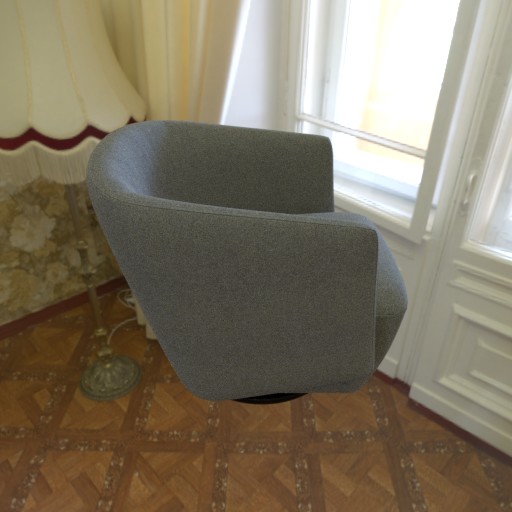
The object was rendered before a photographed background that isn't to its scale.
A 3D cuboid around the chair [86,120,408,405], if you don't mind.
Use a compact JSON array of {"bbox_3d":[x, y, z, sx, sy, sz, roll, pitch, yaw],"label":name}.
[{"bbox_3d":[0.000,0.000,1.611,0.986,0.861,0.822,0,32,-1],"label":"chair"}]
